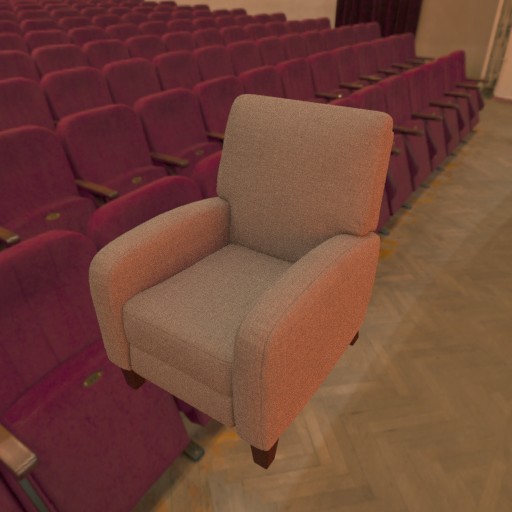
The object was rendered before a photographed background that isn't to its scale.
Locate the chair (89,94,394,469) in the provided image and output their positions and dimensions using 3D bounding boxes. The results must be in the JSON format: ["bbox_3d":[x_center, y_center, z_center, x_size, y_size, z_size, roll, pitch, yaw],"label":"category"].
[{"bbox_3d":[0.000,0.000,1.659,0.762,0.990,0.990,19,36,28],"label":"chair"}]
